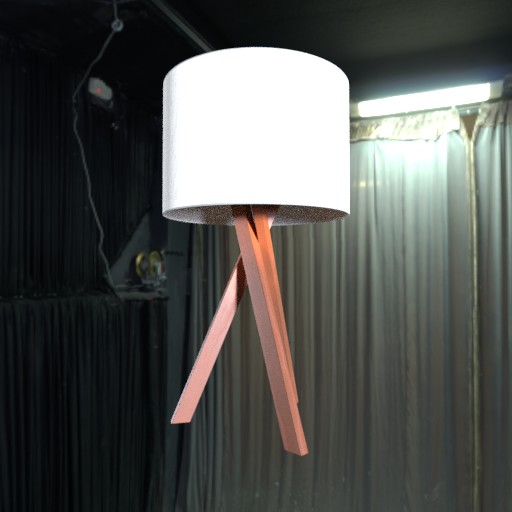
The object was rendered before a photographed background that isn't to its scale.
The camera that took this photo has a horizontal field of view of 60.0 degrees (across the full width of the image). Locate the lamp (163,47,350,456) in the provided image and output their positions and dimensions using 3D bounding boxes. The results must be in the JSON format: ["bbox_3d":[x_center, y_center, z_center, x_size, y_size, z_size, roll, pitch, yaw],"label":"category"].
[{"bbox_3d":[0.000,0.000,0.919,0.380,0.686,0.380,-1,-2,18],"label":"lamp"}]
